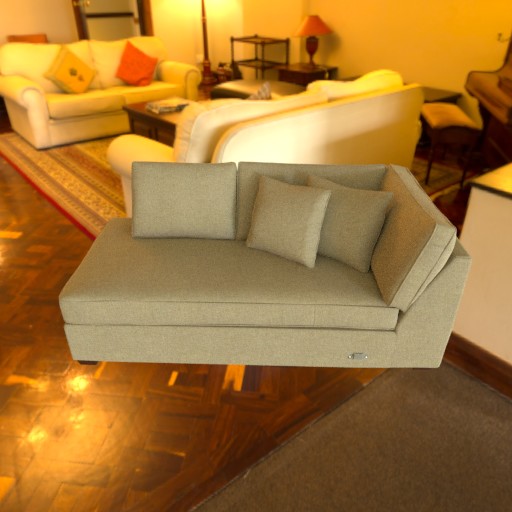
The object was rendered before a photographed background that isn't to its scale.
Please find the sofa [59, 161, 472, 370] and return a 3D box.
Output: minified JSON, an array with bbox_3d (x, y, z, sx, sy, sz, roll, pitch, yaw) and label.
[{"bbox_3d":[0.000,0.000,2.859,2.238,1.019,1.110,1,31,2],"label":"sofa"}]
